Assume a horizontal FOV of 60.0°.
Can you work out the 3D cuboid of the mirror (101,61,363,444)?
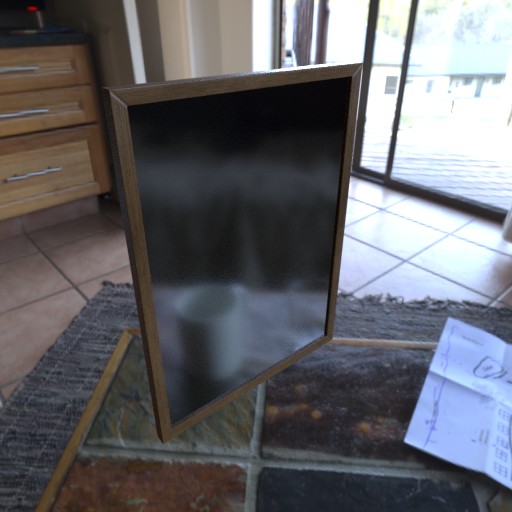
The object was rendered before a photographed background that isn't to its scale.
[{"bbox_3d":[0.000,0.000,1.318,0.762,1.016,0.040,-22,36,-34],"label":"mirror"}]
